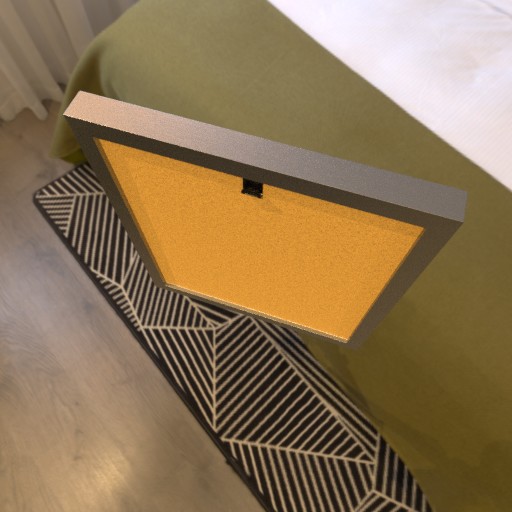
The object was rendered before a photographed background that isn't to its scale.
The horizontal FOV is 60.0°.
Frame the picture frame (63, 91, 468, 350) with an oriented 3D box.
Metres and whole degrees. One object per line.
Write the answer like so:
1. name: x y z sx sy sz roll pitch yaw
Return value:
1. picture frame: 0.000 0.000 1.331 0.839 0.968 0.073 17 65 8
